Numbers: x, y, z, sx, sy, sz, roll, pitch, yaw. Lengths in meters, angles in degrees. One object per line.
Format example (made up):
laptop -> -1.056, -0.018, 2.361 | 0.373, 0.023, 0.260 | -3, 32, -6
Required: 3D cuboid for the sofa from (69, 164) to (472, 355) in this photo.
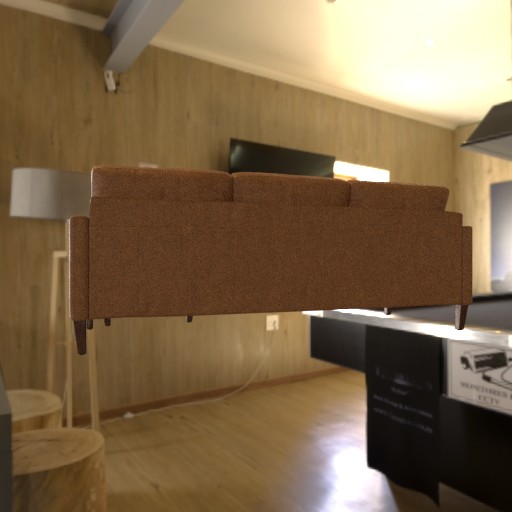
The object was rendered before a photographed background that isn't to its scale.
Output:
sofa -> 0.000, 0.000, 2.942 | 2.178, 0.876, 1.506 | 0, 0, -18
